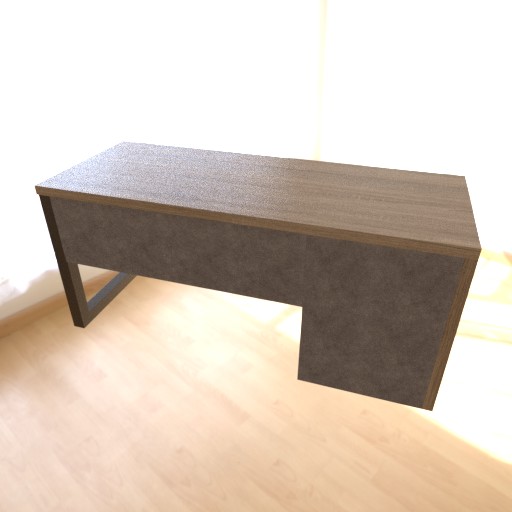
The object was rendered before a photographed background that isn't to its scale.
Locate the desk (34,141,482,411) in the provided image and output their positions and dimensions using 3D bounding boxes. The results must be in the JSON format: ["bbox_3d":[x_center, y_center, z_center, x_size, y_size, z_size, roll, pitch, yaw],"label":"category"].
[{"bbox_3d":[0.000,0.000,2.081,1.700,0.760,0.690,9,32,15],"label":"desk"}]
